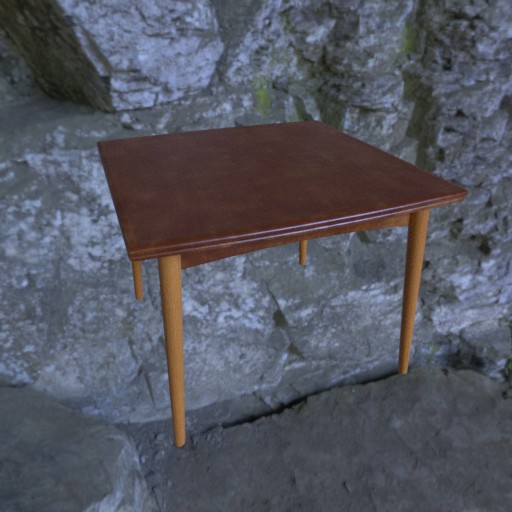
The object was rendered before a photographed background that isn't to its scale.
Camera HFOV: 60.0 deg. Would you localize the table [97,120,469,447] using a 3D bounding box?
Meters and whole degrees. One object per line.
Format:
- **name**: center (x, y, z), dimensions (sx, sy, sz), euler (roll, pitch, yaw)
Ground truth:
- **table**: center (0.000, 0.000, 1.720), dimensions (0.991, 0.754, 0.991), euler (-11, 32, -18)
